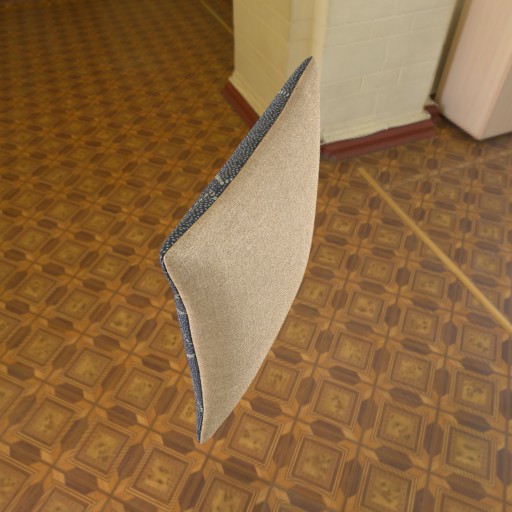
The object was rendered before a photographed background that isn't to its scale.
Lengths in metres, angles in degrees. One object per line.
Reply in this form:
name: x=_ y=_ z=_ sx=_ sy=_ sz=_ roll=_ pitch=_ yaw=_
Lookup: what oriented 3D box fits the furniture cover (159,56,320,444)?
furniture cover: x=0.000 y=0.000 z=0.780 sx=0.162 sy=0.503 sz=0.511 roll=17 pitch=49 yaw=15
